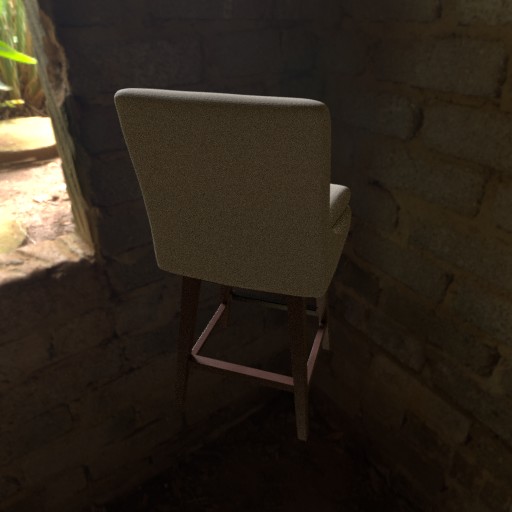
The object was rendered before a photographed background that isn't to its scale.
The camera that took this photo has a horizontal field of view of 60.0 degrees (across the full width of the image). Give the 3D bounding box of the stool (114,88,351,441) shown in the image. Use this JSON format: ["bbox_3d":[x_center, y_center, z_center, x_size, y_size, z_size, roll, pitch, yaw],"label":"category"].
[{"bbox_3d":[0.000,0.000,1.291,0.483,0.991,0.559,9,32,15],"label":"stool"}]
